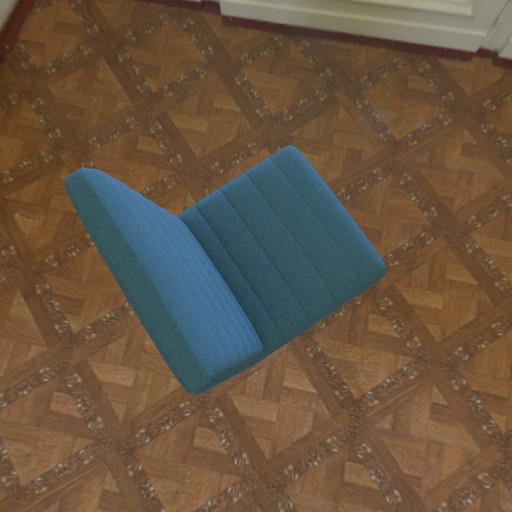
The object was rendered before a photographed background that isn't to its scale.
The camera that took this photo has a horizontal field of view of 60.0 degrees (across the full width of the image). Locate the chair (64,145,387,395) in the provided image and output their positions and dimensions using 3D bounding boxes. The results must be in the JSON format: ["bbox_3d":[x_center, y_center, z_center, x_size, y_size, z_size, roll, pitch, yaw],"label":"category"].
[{"bbox_3d":[0.000,0.000,1.317,0.634,0.930,0.520,-33,78,-8],"label":"chair"}]
